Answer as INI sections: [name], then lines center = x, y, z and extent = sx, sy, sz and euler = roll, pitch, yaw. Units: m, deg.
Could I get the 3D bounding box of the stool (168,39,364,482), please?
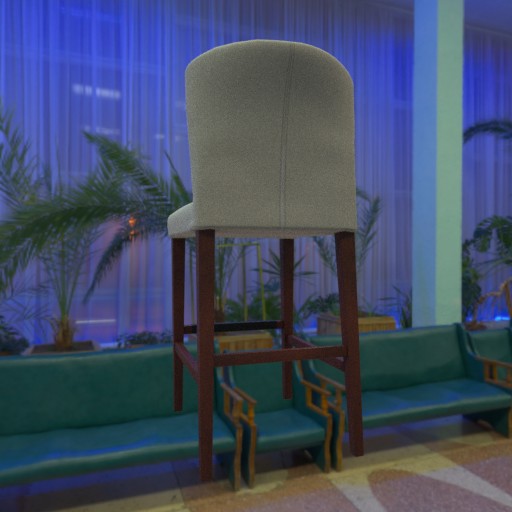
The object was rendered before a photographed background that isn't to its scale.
[stool]
center = 0.000, 0.000, 1.357
extent = 0.479, 1.069, 0.568
euler = 0, 1, -18
